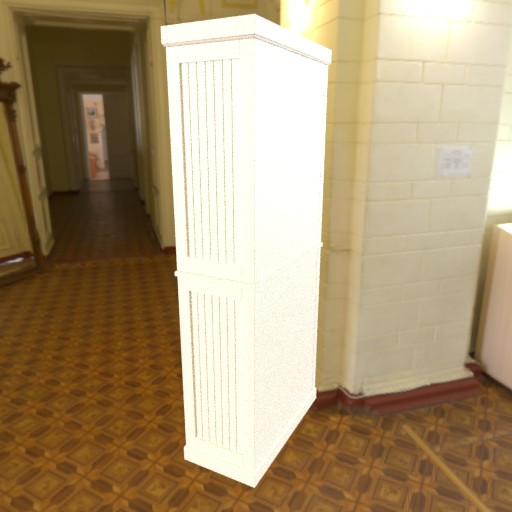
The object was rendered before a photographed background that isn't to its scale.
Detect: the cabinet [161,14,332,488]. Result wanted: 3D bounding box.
[{"bbox_3d":[0.000,0.000,2.055,0.390,1.829,0.754,8,18,27],"label":"cabinet"}]
